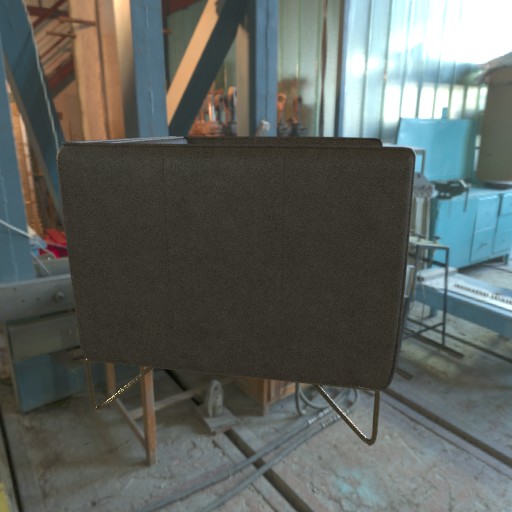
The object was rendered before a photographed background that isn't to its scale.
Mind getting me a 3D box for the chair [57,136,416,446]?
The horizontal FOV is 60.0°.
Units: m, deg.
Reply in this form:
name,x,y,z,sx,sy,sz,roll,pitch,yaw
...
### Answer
name,x,y,z,sx,sy,sz,roll,pitch,yaw
chair,0.000,0.000,1.539,0.894,0.790,0.880,3,17,10
